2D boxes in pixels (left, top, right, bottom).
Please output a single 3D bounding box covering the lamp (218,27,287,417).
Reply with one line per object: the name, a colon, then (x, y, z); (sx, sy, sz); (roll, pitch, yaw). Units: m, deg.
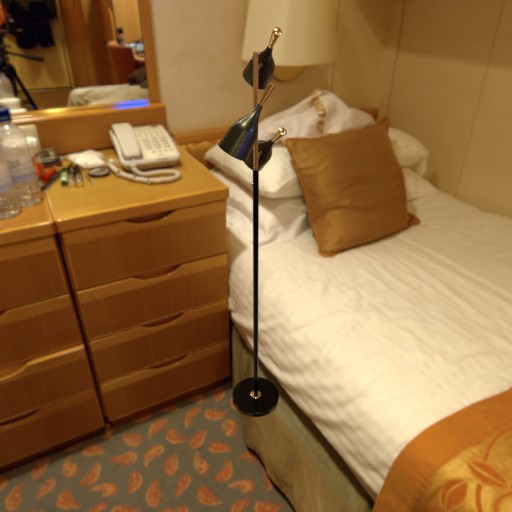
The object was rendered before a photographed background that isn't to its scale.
lamp: (0.000, 0.000, 1.932); (0.253, 1.778, 0.434); (8, 32, 13)
